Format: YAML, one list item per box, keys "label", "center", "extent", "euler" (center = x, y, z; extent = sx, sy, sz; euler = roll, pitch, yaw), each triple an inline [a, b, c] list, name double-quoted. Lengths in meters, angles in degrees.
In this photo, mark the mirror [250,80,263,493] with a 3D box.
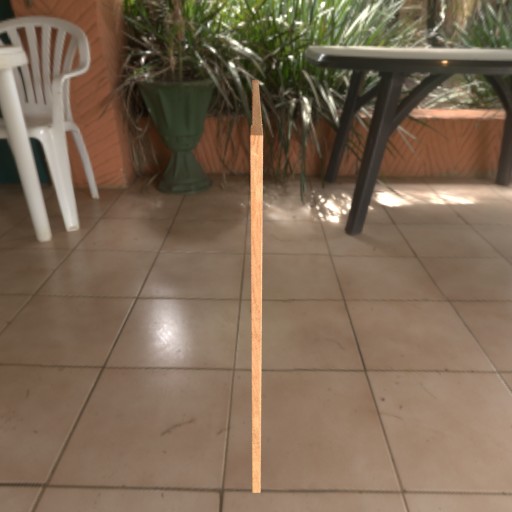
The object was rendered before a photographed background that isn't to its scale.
- label: "mirror"
  center: [0.000, 0.000, 1.182]
  extent: [0.020, 0.800, 0.800]
  euler: [0, 27, 0]
